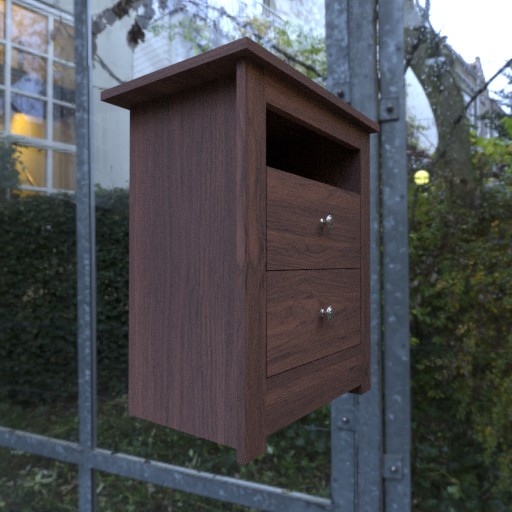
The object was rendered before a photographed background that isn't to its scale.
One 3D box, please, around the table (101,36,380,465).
[{"bbox_3d":[0.000,0.000,1.076,0.406,0.711,0.589,-1,-1,36],"label":"table"}]
